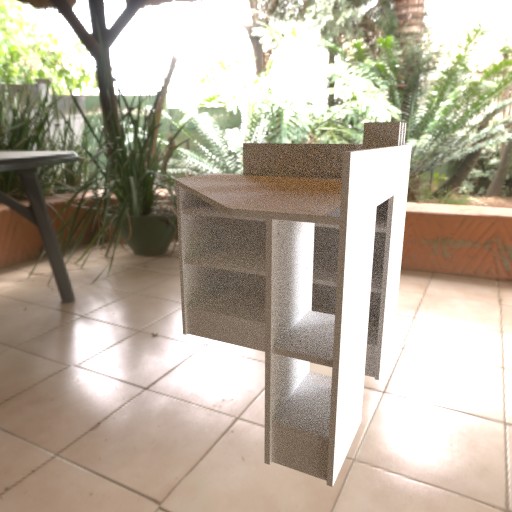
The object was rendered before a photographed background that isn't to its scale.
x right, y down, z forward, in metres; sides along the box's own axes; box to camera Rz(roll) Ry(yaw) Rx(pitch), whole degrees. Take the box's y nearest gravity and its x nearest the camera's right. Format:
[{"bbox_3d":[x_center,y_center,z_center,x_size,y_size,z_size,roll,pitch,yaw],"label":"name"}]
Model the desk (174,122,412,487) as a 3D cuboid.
[{"bbox_3d":[0.000,0.000,1.699,0.940,0.986,0.940,7,17,26],"label":"desk"}]
